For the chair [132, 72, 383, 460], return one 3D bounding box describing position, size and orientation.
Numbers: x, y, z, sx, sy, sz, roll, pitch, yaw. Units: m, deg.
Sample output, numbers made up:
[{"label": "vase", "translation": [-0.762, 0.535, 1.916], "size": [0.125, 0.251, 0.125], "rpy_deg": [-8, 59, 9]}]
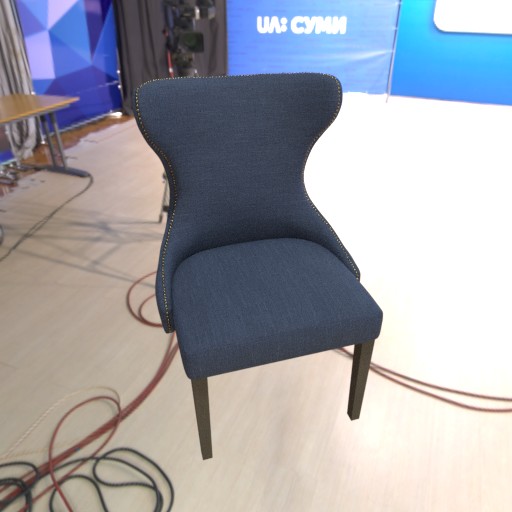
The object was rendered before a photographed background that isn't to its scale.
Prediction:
[{"label": "chair", "translation": [0.000, 0.000, 1.357], "size": [0.628, 0.967, 0.635], "rpy_deg": [-9, 34, -14]}]
